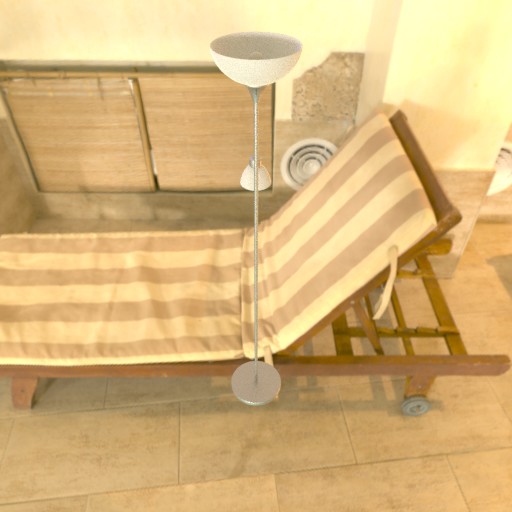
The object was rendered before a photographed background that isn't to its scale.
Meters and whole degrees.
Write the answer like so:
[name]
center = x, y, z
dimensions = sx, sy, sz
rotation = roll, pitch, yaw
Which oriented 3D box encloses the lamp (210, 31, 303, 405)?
[lamp]
center = 0.000, 0.000, 1.961
dimensions = 0.279, 1.804, 0.425
rotation = 0, 42, 0
